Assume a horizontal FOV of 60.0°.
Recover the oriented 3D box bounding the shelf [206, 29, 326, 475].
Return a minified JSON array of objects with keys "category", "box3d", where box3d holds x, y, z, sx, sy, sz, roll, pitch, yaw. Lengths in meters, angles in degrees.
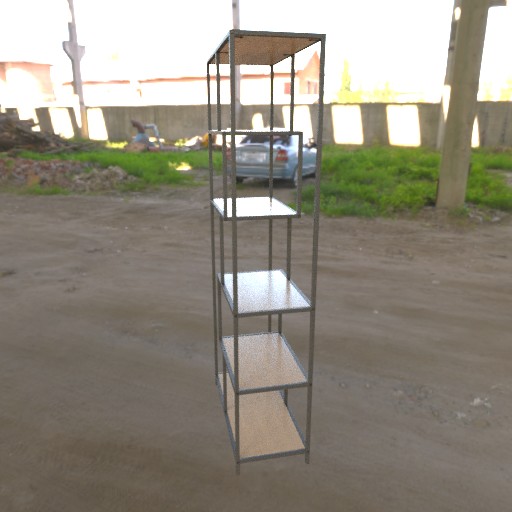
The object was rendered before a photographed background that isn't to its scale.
[{"category":"shelf","box3d":[0.000,0.000,2.163,0.350,1.850,0.770,-3,17,-12]}]
